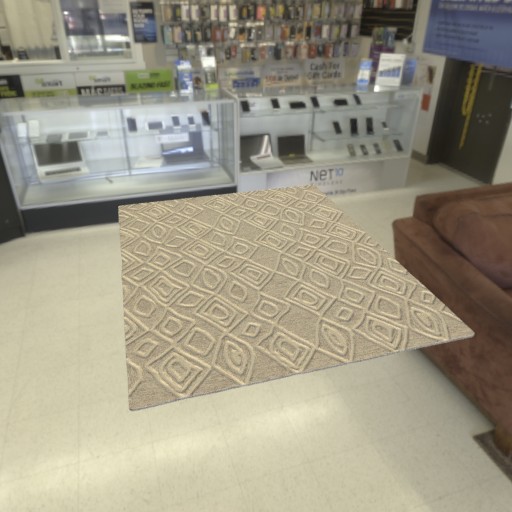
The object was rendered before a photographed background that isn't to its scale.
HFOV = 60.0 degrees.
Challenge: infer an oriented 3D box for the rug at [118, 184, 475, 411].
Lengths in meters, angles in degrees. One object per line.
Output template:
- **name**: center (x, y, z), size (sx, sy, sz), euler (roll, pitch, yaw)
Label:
- **rug**: center (0.000, 0.000, 4.166), size (2.449, 0.025, 3.049), euler (-8, 32, -14)
